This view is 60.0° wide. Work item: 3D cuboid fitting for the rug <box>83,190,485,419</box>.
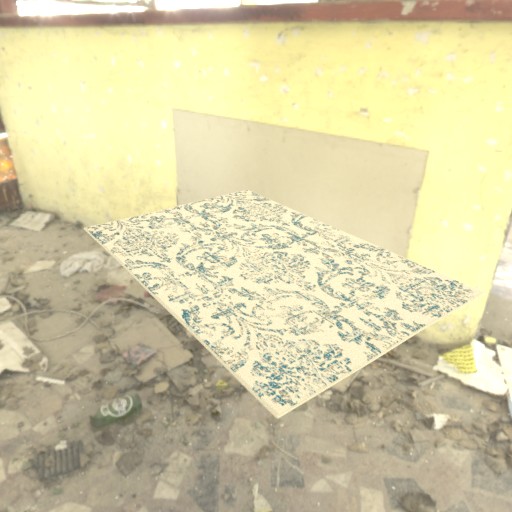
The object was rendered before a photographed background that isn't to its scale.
[{"bbox_3d":[0.000,0.000,2.326,1.213,0.012,1.831,-19,32,-32],"label":"rug"}]
